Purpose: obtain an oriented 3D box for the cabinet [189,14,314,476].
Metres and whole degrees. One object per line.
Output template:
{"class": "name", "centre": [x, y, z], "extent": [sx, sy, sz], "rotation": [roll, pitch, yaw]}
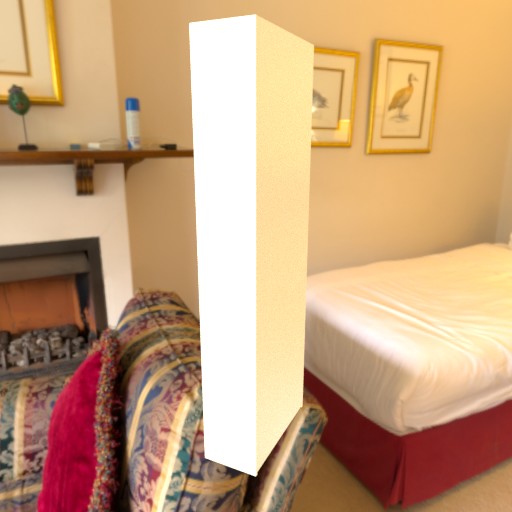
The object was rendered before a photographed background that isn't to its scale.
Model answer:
{"class": "cabinet", "centre": [0.000, 0.000, 1.796], "extent": [0.255, 1.630, 0.520], "rotation": [7, 17, 25]}
